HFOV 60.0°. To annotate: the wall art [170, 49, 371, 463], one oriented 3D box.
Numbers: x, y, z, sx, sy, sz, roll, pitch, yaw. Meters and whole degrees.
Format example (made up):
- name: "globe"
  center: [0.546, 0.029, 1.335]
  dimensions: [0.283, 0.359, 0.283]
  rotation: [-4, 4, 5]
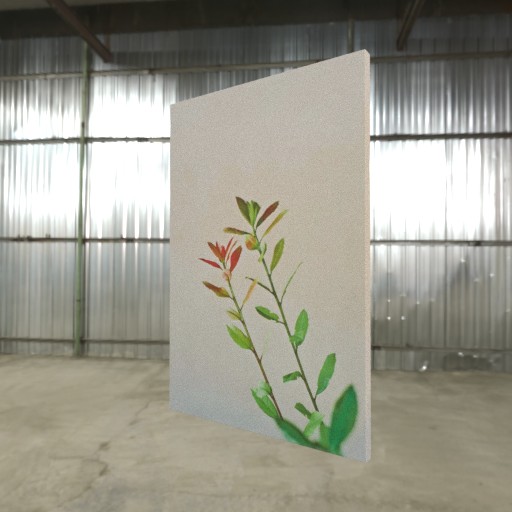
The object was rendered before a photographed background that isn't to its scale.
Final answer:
- name: "wall art"
  center: [0.000, 0.000, 1.458]
  dimensions: [0.764, 1.143, 0.038]
  rotation: [0, -1, 35]
